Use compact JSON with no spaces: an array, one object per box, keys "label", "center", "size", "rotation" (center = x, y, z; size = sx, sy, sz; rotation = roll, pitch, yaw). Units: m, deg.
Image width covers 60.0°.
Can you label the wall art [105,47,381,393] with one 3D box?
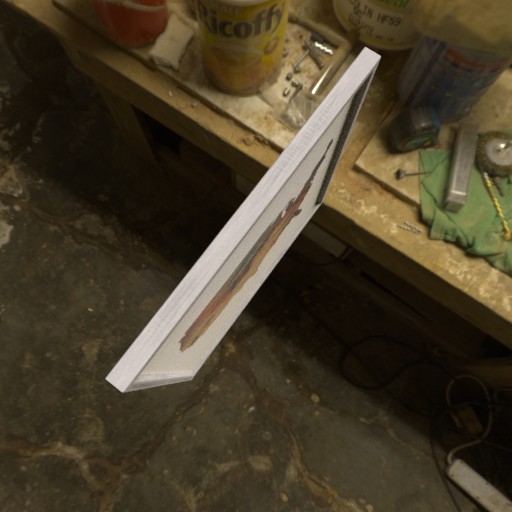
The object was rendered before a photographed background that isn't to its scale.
[{"label":"wall art","center":[0.000,0.000,0.454],"size":[0.015,0.303,0.303],"rotation":[35,78,8]}]
